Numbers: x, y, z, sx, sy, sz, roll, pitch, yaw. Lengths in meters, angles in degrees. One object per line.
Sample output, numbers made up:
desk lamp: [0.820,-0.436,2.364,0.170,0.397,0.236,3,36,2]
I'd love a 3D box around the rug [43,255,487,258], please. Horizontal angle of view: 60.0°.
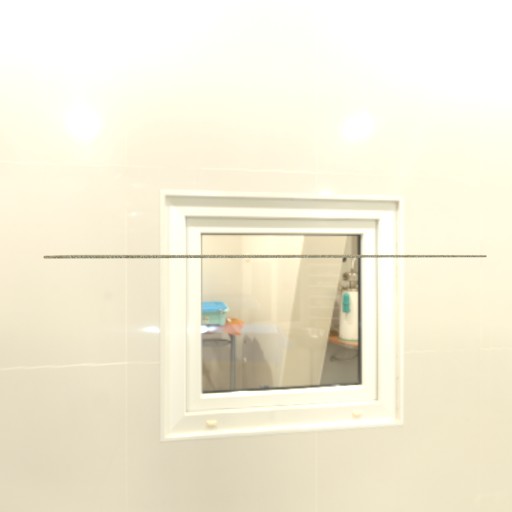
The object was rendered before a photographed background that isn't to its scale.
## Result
rug: [0.000,0.000,3.038,2.448,0.012,1.540,0,0,-18]
